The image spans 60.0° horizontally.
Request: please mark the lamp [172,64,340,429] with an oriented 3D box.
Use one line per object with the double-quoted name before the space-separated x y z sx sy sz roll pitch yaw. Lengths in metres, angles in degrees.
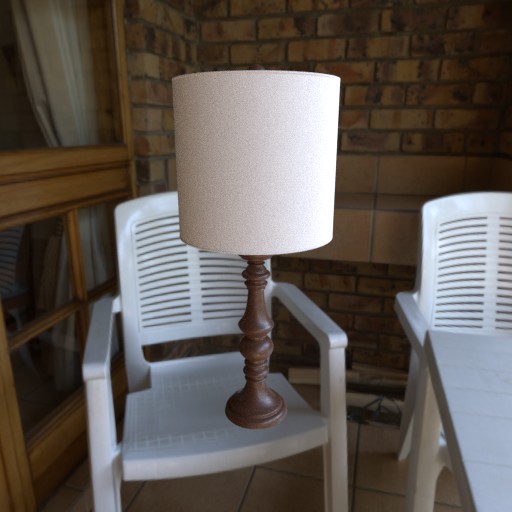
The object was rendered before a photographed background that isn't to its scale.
"lamp" 0.000 0.000 0.746 0.250 0.597 0.250 3 16 9
